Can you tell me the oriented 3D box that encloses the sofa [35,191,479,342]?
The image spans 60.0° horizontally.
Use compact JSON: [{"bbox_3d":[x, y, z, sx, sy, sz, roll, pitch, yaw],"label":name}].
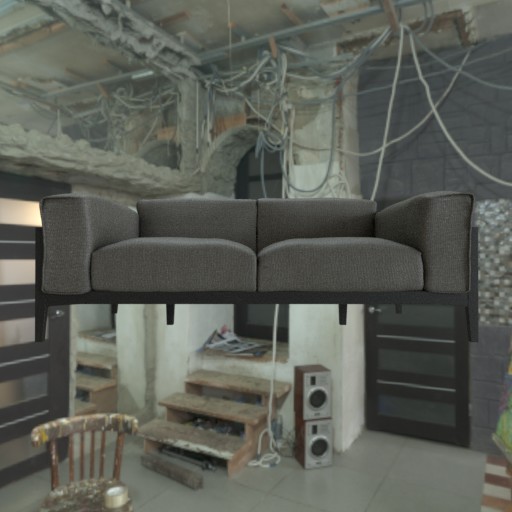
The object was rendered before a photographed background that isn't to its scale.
[{"bbox_3d":[0.000,0.000,2.132,1.690,0.656,0.960,0,0,0],"label":"sofa"}]
